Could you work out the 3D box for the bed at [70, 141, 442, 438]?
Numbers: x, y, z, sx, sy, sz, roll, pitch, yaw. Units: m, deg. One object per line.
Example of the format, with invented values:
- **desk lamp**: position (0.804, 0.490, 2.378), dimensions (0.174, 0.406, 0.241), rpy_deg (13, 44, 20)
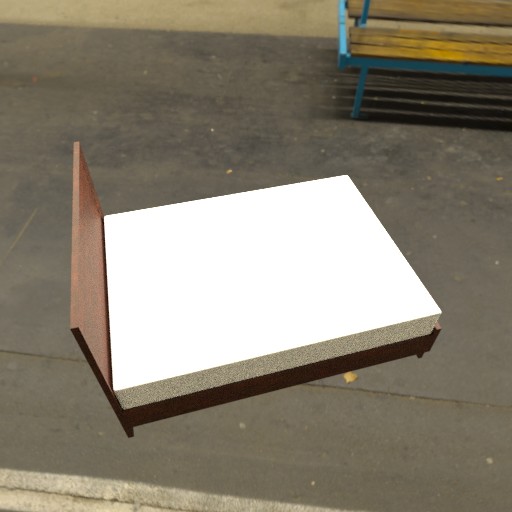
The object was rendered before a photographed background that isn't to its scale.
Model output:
- **bed**: position (0.000, 0.000, 3.200), dimensions (2.184, 1.270, 1.600), rpy_deg (-11, 48, -10)
